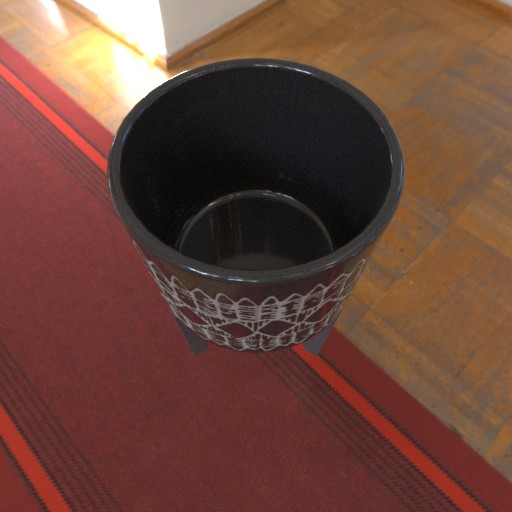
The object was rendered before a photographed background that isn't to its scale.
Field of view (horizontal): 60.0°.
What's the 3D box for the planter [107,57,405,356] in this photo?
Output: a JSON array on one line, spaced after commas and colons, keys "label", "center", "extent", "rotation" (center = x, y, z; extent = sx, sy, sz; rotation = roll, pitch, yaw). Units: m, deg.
[{"label": "planter", "center": [0.000, 0.000, 0.527], "extent": [0.251, 0.355, 0.251], "rotation": [0, 60, 0]}]
